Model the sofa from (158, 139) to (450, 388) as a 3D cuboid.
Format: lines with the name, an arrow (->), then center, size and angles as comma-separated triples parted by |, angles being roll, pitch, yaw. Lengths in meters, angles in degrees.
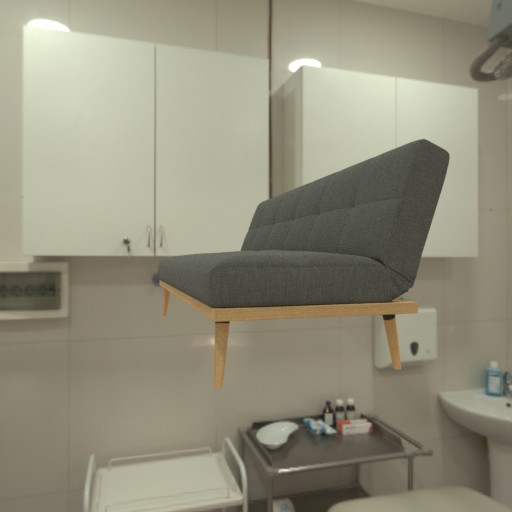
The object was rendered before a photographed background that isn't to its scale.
sofa -> 0.000, 0.000, 2.200 | 0.820, 0.770, 1.820 | 0, 0, -17
